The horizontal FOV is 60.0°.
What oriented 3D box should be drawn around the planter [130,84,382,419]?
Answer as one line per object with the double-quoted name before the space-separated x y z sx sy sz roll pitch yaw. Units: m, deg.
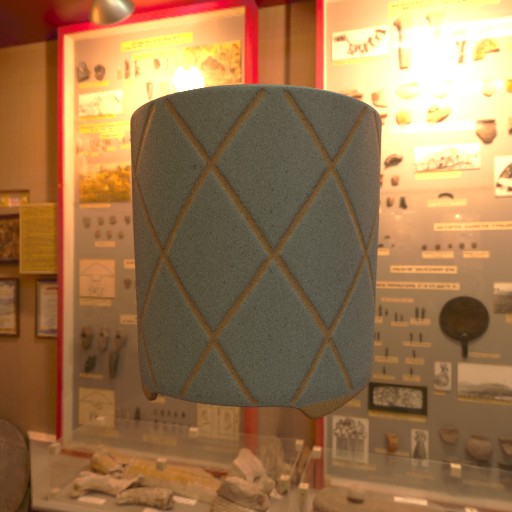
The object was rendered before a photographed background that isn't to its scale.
"planter" 0.000 0.000 0.349 0.191 0.200 0.191 0 0 0
